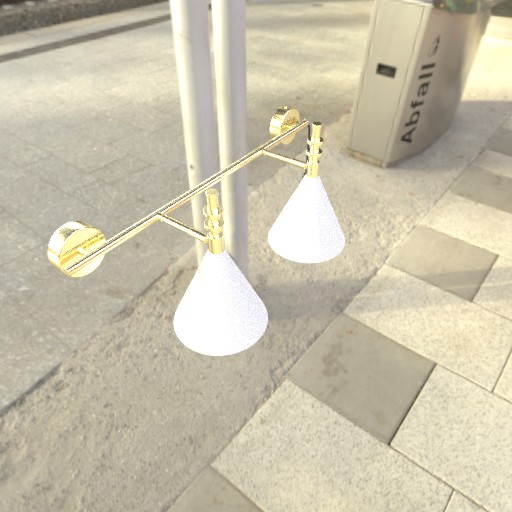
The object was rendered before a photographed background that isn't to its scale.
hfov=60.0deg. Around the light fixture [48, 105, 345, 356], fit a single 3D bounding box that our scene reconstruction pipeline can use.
[{"bbox_3d":[0.000,0.000,0.850,0.239,0.468,0.642,25,46,27],"label":"light fixture"}]
